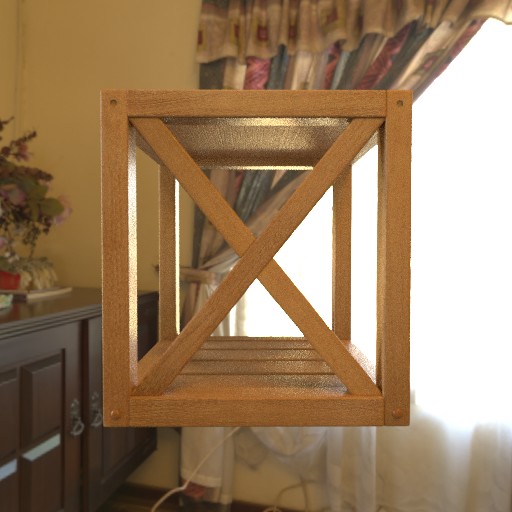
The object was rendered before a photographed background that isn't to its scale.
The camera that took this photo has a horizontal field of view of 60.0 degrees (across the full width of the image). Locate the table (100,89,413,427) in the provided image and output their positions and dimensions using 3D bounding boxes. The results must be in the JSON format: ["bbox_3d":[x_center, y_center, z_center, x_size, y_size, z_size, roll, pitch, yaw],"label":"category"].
[{"bbox_3d":[0.000,0.000,1.070,0.559,0.610,0.558,0,1,0],"label":"table"}]
